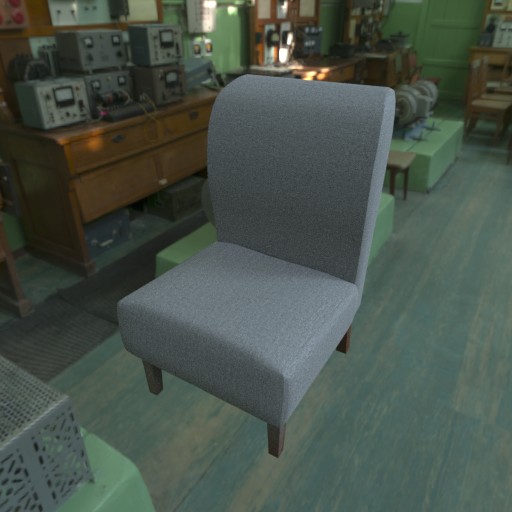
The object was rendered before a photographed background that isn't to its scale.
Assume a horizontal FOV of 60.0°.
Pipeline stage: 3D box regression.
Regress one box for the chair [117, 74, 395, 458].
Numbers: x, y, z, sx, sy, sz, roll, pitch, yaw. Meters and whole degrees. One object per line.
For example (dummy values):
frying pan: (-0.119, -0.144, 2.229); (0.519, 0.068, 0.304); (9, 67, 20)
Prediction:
chair: (0.000, 0.000, 1.173); (0.513, 0.804, 0.592); (17, 34, 26)
